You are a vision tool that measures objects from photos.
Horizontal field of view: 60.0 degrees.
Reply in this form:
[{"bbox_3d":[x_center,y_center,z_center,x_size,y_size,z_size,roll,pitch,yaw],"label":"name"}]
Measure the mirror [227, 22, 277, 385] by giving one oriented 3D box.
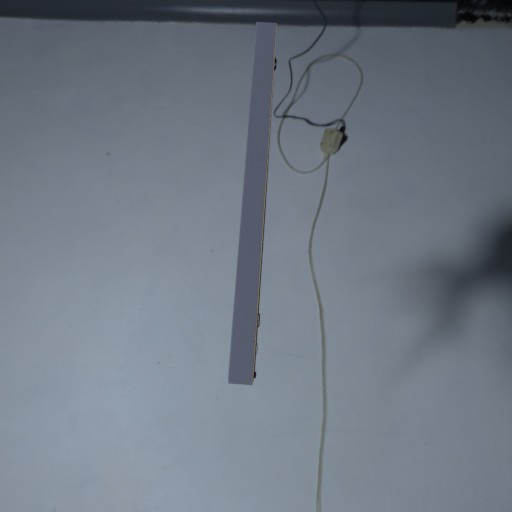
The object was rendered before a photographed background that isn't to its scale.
[{"bbox_3d":[0.000,0.000,1.141,0.040,0.915,0.609,4,76,1],"label":"mirror"}]
